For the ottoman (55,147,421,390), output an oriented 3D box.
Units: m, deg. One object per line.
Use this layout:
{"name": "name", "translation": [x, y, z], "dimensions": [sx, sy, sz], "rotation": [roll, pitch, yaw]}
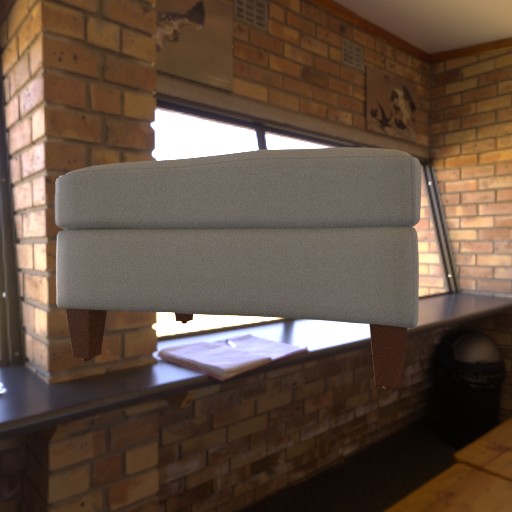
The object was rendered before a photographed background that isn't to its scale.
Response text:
{"name": "ottoman", "translation": [0.000, 0.000, 1.201], "dimensions": [0.818, 0.496, 0.634], "rotation": [0, 2, 18]}
